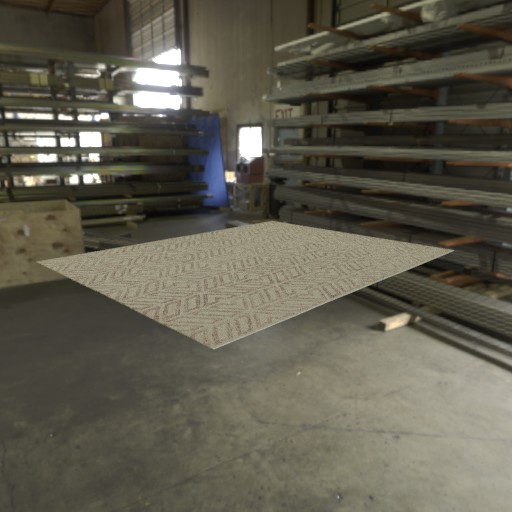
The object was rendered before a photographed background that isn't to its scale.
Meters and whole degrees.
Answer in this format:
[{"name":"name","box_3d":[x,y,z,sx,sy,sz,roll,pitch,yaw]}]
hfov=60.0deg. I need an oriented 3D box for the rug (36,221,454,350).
[{"name":"rug","box_3d":[0.000,0.000,4.100,2.421,0.008,3.045,14,20,43]}]
